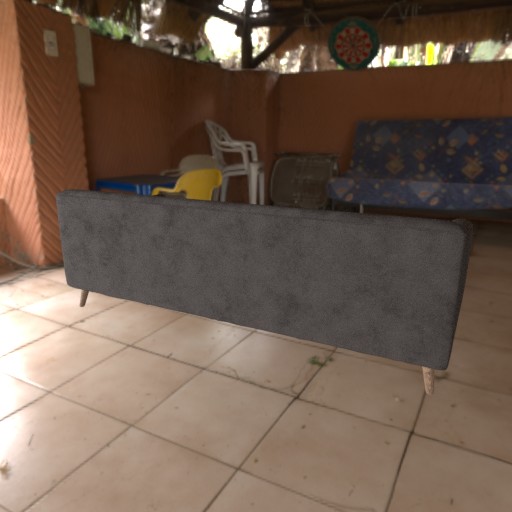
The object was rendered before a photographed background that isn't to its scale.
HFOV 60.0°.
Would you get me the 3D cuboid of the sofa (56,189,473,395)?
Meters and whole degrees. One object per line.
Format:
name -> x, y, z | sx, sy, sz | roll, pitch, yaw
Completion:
sofa -> 0.000, 0.000, 2.557 | 2.190, 0.740, 0.900 | 8, 18, 27
